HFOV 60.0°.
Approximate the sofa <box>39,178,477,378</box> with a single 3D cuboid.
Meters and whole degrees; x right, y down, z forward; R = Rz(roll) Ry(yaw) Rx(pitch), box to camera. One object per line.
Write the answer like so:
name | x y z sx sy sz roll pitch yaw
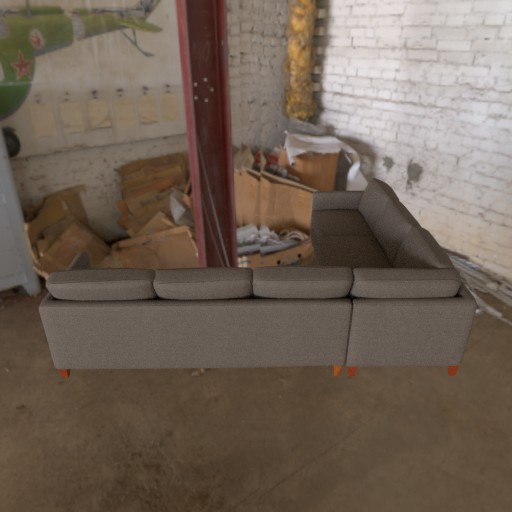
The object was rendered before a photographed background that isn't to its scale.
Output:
sofa | 0.000 0.000 4.496 3.302 0.947 2.593 0 27 -1
